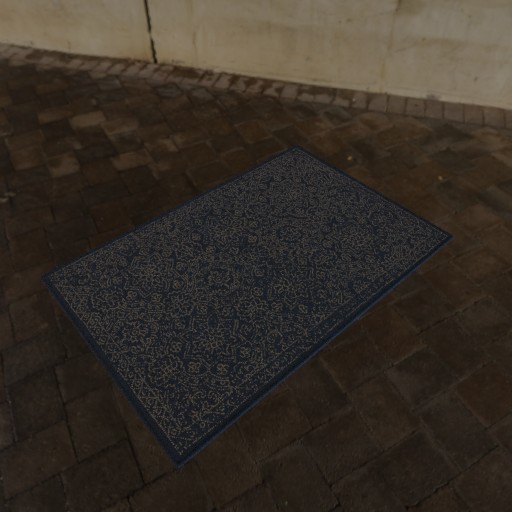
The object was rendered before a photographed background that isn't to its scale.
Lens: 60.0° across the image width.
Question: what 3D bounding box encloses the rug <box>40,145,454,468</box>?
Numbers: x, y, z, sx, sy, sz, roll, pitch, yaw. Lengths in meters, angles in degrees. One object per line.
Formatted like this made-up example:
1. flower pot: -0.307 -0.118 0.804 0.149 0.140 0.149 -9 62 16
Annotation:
1. rug: 0.000 0.000 2.327 1.829 0.010 1.219 -32 54 -27
